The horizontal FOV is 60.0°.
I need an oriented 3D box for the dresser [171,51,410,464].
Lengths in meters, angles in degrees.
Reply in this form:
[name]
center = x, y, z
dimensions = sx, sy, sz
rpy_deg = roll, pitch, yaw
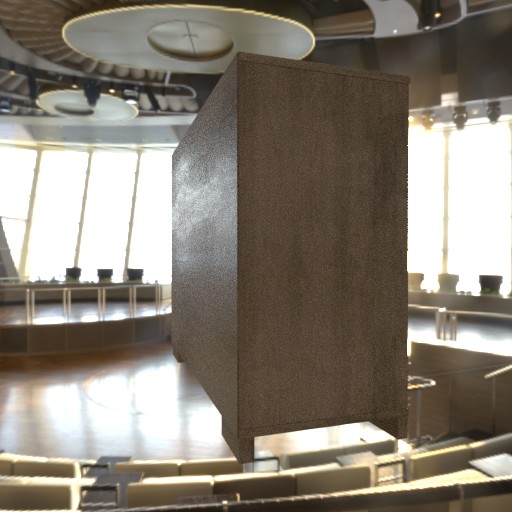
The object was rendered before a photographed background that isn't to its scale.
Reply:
[dresser]
center = 0.000, 0.000, 1.407
dimensions = 0.404, 0.816, 0.994
rpy_deg = 0, 1, -18
